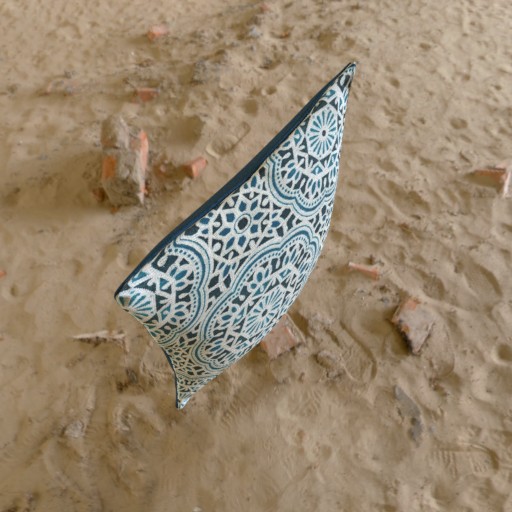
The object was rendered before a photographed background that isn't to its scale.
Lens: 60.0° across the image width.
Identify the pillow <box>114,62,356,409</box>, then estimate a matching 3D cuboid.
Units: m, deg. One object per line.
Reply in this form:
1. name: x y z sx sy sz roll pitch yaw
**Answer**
1. pillow: 0.000 0.000 0.670 0.145 0.420 0.440 32 63 19
